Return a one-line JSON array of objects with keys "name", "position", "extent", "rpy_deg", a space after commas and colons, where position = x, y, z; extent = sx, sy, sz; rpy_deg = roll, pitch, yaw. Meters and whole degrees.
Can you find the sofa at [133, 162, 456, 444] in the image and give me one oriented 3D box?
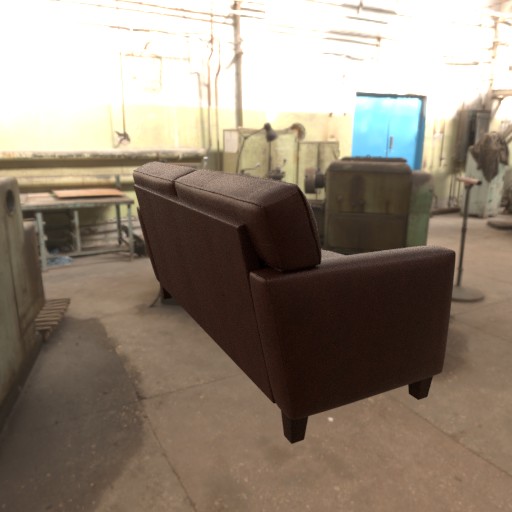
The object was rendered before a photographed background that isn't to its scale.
[{"name": "sofa", "position": [0.000, 0.000, 2.348], "extent": [0.912, 0.928, 1.876], "rpy_deg": [-7, 16, -26]}]
